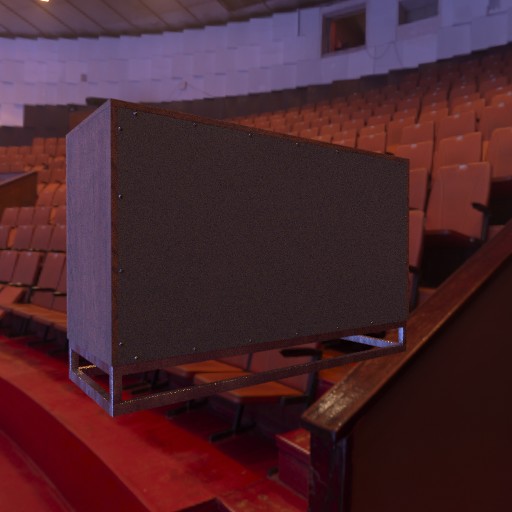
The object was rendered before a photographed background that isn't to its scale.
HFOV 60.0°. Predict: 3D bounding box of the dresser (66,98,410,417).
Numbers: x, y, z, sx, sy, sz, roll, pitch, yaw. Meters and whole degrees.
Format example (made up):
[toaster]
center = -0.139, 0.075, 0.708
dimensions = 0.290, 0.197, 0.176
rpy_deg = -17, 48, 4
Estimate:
[dresser]
center = 0.000, 0.000, 2.202
dimensions = 1.646, 1.061, 0.623
rpy_deg = -1, 1, -36
